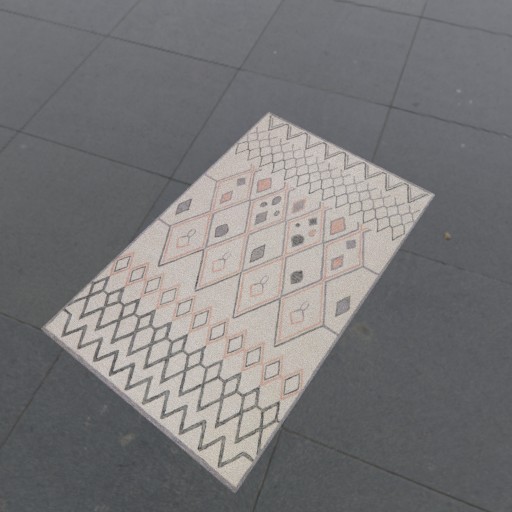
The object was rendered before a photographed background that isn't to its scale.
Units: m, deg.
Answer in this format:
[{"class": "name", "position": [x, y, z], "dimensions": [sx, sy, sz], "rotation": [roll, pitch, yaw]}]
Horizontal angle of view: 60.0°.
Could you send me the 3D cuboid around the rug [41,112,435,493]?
[{"class": "rug", "position": [0.000, 0.000, 3.026], "dimensions": [1.524, 0.015, 2.438], "rotation": [32, 64, 18]}]
